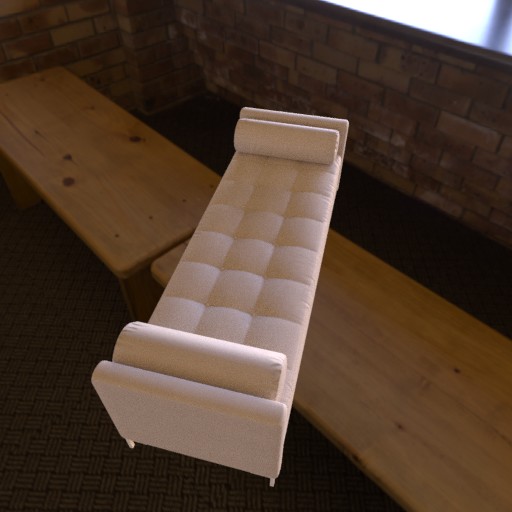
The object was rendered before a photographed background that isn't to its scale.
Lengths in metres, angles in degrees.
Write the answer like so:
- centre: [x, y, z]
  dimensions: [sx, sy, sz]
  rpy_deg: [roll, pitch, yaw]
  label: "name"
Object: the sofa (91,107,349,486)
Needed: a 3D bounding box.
- centre: [0.000, 0.000, 2.339]
  dimensions: [0.686, 0.635, 1.981]
  rpy_deg: [10, 47, 10]
  label: "sofa"
